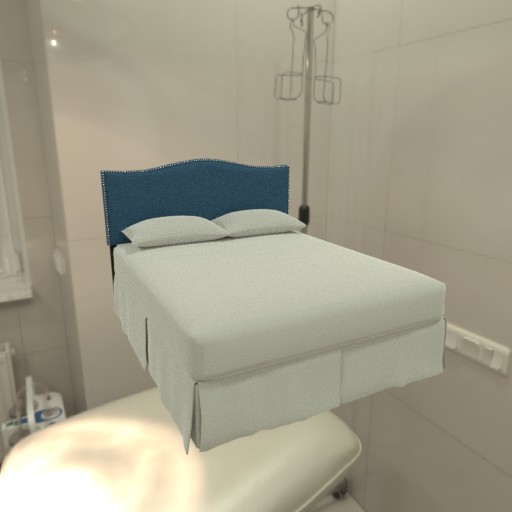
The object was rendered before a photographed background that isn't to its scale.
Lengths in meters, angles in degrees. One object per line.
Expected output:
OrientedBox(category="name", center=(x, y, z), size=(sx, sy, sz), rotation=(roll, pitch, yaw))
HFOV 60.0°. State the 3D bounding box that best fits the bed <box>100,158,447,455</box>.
OrientedBox(category="bed", center=(0.000, 0.000, 2.889), size=(1.610, 1.169, 1.872), rotation=(-8, 17, -27))
